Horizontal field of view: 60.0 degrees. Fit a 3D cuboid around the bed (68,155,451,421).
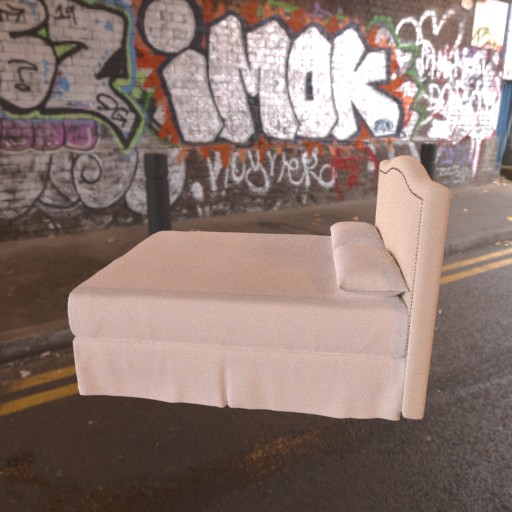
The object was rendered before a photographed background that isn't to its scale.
[{"bbox_3d":[0.000,0.000,3.257,2.143,1.460,1.753,2,16,7],"label":"bed"}]
